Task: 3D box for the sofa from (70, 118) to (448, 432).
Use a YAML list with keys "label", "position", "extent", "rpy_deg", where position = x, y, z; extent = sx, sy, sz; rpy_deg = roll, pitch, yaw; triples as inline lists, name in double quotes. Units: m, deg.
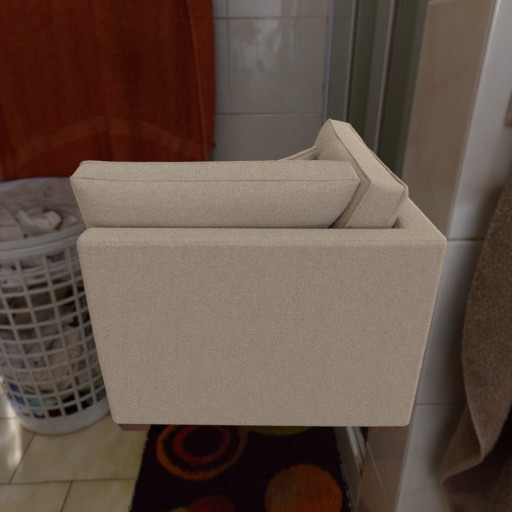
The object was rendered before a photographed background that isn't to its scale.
- label: "sofa"
  position: [0.000, 0.000, 1.918]
  extent: [1.146, 1.002, 1.084]
  rpy_deg: [0, 27, 0]
